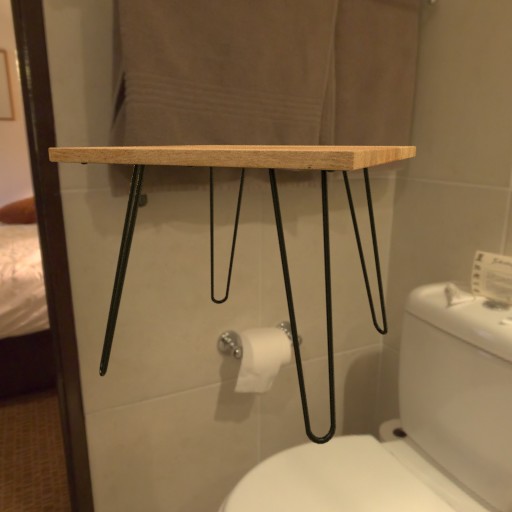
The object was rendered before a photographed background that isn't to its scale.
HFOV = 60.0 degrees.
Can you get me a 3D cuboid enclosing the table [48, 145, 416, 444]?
[{"bbox_3d":[0.000,0.000,1.046,0.599,0.500,0.599,7,16,26],"label":"table"}]
